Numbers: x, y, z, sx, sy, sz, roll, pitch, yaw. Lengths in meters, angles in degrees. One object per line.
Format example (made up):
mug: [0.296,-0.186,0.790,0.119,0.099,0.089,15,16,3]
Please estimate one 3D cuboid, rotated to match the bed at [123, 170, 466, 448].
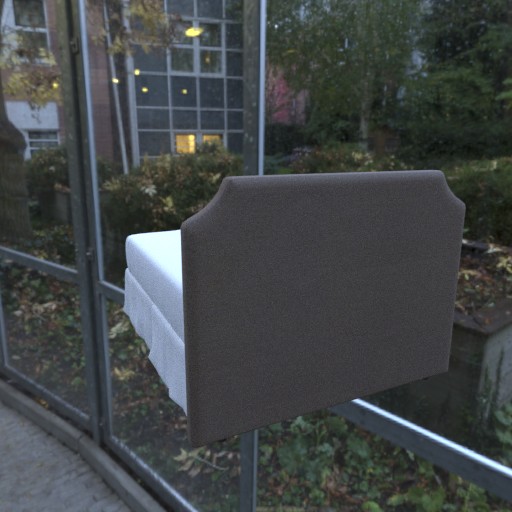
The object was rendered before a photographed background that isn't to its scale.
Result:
bed: [0.000,0.000,3.208,1.693,1.290,2.116,-7,15,-25]
